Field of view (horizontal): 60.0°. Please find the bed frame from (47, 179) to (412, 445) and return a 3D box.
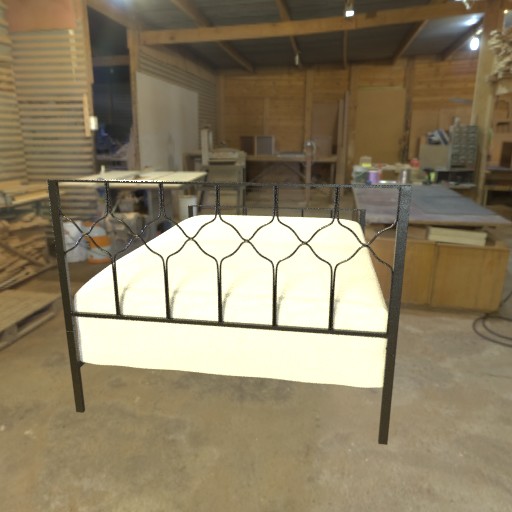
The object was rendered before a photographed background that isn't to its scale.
[{"bbox_3d":[0.000,0.000,3.041,1.597,1.222,2.063,2,16,9],"label":"bed frame"}]
